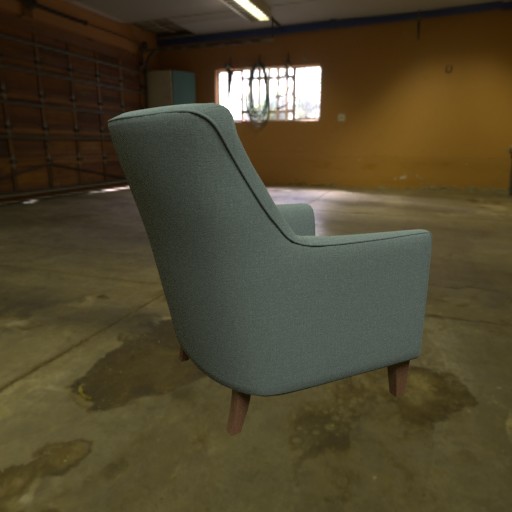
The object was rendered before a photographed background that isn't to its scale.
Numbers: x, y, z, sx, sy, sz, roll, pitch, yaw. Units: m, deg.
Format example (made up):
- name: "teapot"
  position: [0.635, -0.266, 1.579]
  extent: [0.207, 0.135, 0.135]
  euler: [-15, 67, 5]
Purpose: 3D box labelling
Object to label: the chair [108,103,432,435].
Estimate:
- name: "chair"
  position: [0.000, 0.000, 1.507]
  extent: [0.879, 0.916, 0.756]
  euler: [-7, 16, -25]
